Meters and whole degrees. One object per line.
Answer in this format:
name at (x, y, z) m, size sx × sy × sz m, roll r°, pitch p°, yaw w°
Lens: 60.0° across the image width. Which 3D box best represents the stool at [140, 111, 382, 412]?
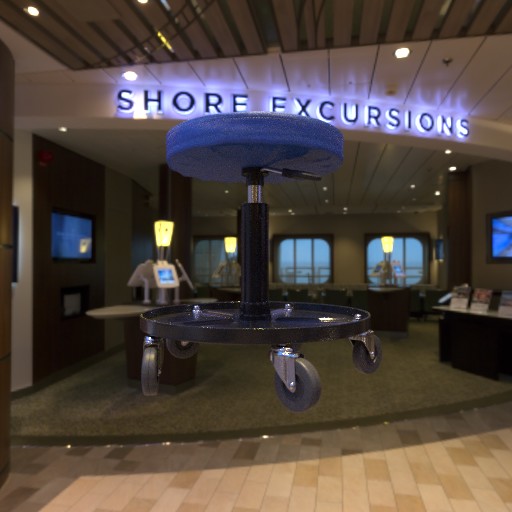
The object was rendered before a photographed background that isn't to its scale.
stool at (0.000, 0.000, 0.681) m, size 0.381 × 0.365 × 0.382 m, roll 0°, pitch -1°, yaw -36°
